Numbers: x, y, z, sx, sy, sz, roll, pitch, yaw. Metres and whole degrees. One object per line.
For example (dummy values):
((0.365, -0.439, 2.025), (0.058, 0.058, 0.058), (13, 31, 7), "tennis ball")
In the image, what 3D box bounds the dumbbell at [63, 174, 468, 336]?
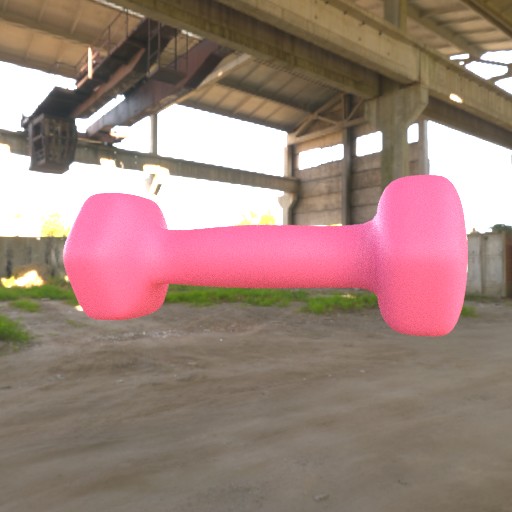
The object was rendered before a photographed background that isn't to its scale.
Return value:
((0.000, 0.000, 0.171), (0.146, 0.053, 0.058), (0, 0, 18), "dumbbell")
